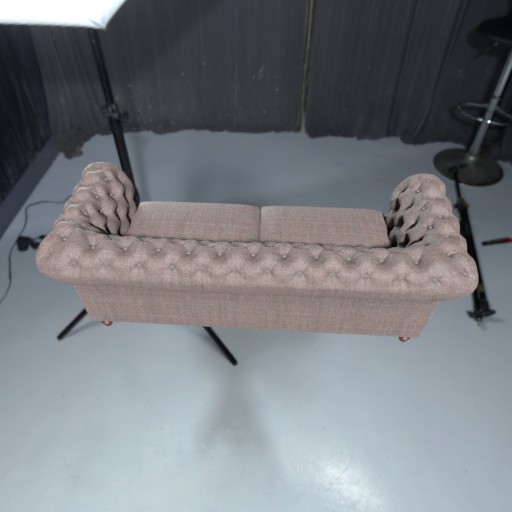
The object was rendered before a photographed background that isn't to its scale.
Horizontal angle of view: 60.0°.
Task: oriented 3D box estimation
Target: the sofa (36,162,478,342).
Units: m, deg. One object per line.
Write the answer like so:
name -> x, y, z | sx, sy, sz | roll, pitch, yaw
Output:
sofa -> 0.000, 0.000, 2.807 | 2.385, 0.787, 0.944 | 3, 45, 3
